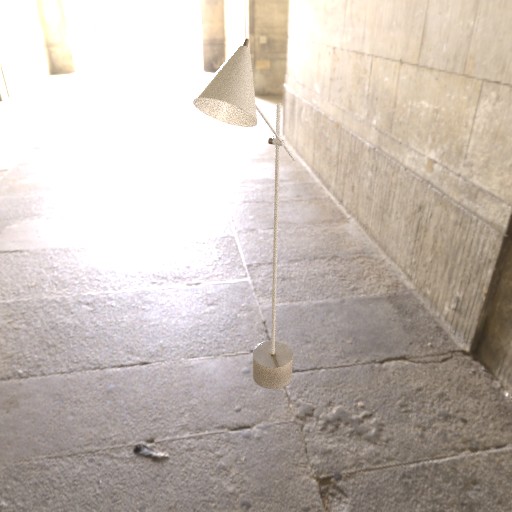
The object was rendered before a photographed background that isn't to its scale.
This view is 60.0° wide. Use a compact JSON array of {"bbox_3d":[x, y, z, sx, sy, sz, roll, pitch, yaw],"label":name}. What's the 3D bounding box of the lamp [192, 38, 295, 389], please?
[{"bbox_3d":[0.000,0.000,1.614,0.223,1.430,0.508,18,34,30],"label":"lamp"}]
